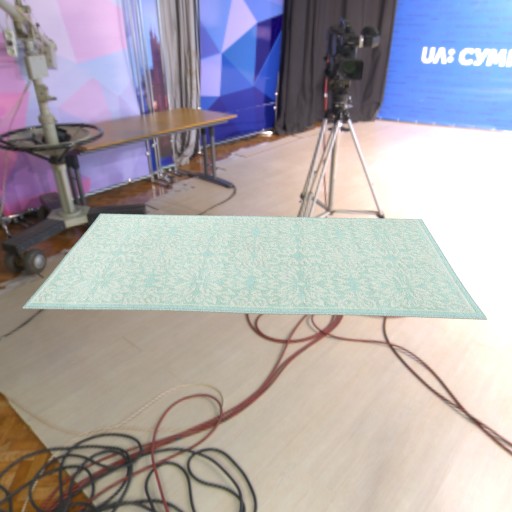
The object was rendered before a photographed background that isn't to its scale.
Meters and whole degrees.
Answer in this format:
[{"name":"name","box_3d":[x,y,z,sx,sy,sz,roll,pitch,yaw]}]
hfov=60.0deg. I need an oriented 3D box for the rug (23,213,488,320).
[{"name":"rug","box_3d":[0.000,0.000,1.418,1.219,0.007,0.604,1,30,2]}]
